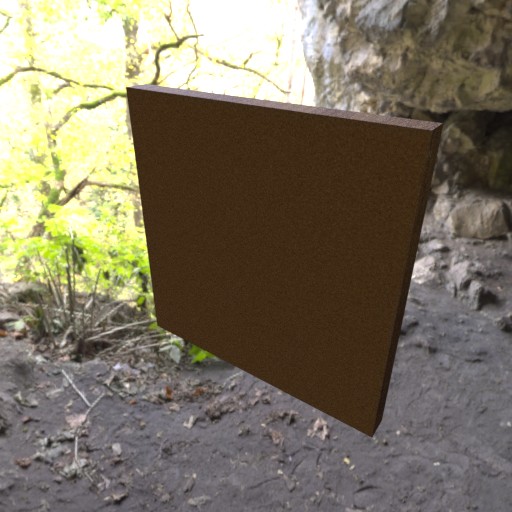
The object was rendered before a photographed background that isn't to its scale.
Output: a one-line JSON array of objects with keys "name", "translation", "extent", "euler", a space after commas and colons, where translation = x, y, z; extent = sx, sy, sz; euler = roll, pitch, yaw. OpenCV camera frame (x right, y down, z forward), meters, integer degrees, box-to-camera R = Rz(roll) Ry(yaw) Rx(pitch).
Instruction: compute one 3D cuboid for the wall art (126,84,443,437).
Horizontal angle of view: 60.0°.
[{"name": "wall art", "translation": [0.000, 0.000, 0.604], "extent": [0.406, 0.403, 0.039], "euler": [19, 35, 30]}]
